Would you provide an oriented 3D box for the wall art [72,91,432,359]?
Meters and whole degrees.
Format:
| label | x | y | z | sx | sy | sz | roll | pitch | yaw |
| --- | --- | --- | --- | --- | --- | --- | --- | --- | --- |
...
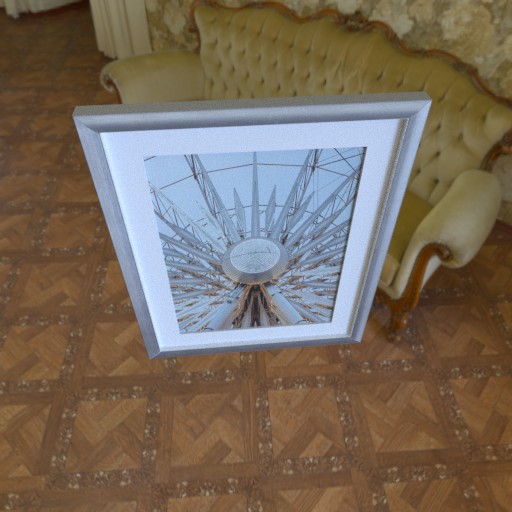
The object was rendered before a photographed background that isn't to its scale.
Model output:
| label | x | y | z | sx | sy | sz | roll | pitch | yaw |
| --- | --- | --- | --- | --- | --- | --- | --- | --- | --- |
| wall art | 0.000 | 0.000 | 0.767 | 0.458 | 0.558 | 0.029 | -4 | 45 | -4 |
